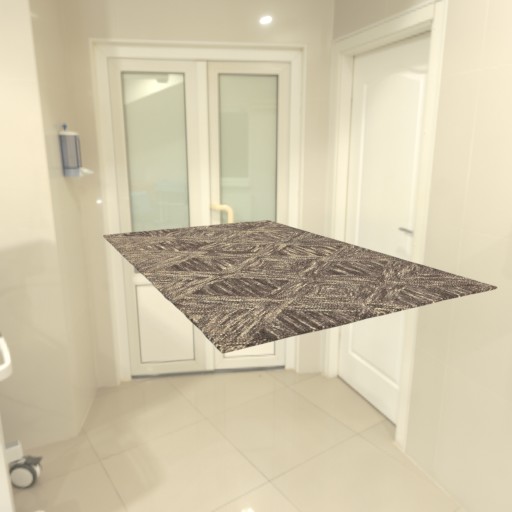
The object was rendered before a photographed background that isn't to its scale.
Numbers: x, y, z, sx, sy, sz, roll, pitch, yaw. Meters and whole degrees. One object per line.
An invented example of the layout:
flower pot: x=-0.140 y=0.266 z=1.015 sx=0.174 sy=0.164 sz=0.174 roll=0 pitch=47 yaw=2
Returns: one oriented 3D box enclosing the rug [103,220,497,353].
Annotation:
rug: x=0.000 y=0.000 z=2.245 sx=1.186 sy=0.012 sz=1.814 roll=-8 pitch=16 yaw=-27
